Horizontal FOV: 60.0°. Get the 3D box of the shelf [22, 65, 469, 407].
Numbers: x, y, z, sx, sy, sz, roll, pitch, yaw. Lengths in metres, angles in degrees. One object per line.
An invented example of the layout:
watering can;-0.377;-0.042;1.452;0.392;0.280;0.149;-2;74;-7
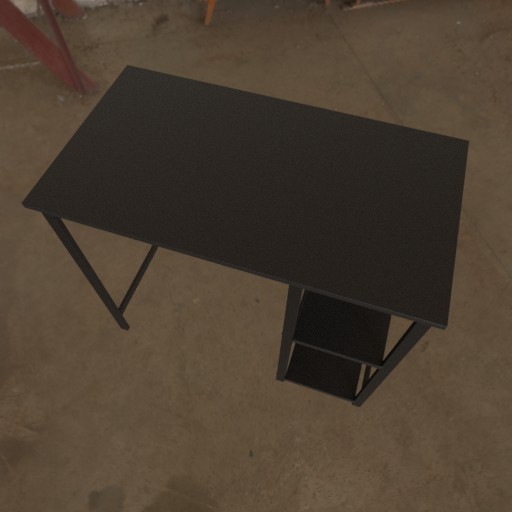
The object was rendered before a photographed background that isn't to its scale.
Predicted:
shelf;0.000;0.000;1.324;0.902;0.749;0.498;16;60;9
